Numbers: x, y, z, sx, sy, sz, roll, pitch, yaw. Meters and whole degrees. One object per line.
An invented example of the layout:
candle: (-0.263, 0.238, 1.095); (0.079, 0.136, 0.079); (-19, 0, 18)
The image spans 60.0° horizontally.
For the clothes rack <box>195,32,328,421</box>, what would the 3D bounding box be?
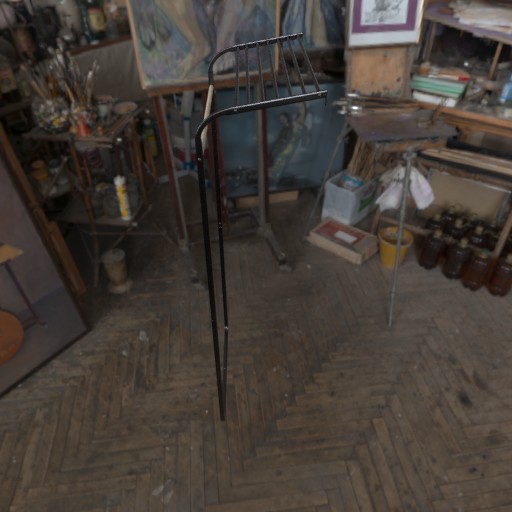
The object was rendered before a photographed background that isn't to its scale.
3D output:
clothes rack: (0.000, 0.000, 1.849); (0.349, 1.574, 0.609); (-1, 39, -1)
